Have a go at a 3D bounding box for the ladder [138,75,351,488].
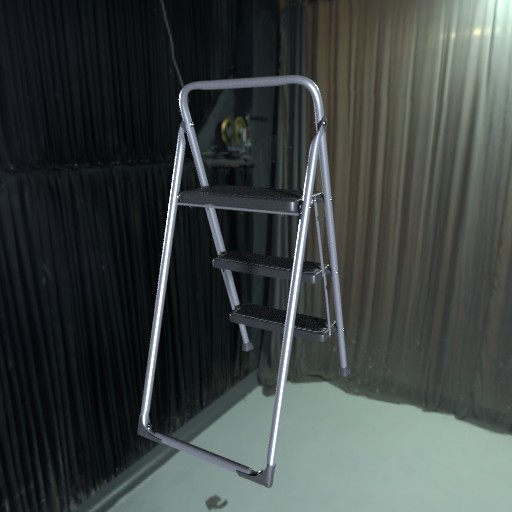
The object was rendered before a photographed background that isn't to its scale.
[{"bbox_3d":[0.000,0.000,1.283,0.430,0.945,0.629,8,17,28],"label":"ladder"}]
